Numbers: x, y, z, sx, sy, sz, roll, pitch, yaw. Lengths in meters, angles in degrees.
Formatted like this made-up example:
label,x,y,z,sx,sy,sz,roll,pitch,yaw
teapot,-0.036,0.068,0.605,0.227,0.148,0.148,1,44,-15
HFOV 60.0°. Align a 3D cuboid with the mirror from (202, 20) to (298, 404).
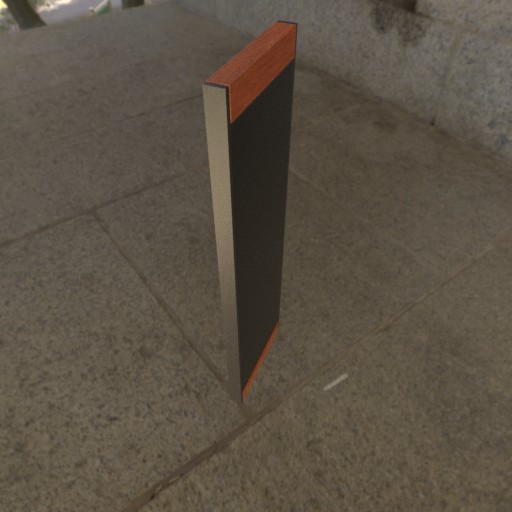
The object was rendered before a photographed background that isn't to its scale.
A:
label,x,y,z,sx,sy,sz,roll,pitch,yaw
mirror,0.000,0.000,1.244,0.047,1.123,0.343,18,48,17
